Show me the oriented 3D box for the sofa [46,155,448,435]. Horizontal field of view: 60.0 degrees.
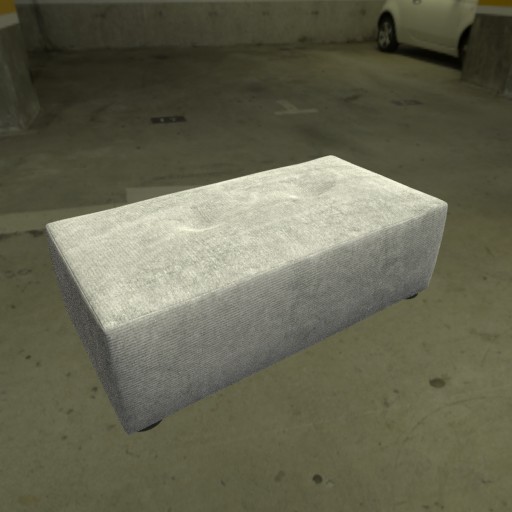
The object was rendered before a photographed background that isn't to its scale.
[{"bbox_3d":[0.000,0.000,1.174,0.930,0.330,0.480,-19,36,-28],"label":"sofa"}]
